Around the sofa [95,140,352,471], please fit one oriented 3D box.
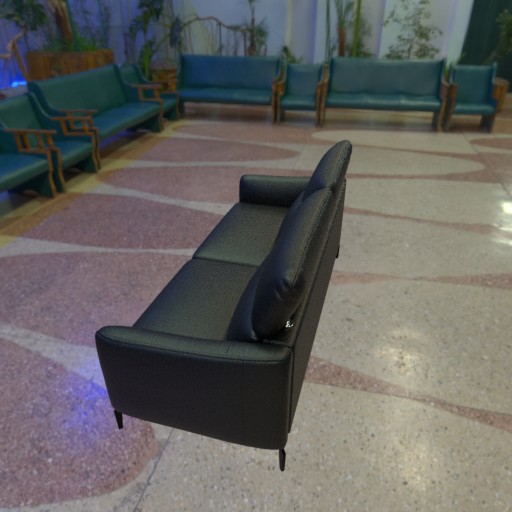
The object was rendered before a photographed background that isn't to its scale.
[{"bbox_3d":[0.000,0.000,2.569,0.856,0.957,2.069,8,31,14],"label":"sofa"}]
